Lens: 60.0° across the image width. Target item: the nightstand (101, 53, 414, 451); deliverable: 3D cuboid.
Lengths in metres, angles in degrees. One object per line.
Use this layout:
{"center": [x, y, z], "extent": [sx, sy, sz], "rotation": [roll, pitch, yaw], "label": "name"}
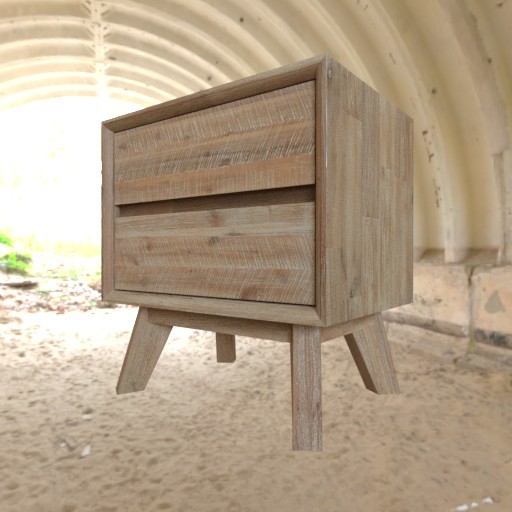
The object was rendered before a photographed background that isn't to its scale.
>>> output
{"center": [0.000, 0.000, 0.964], "extent": [0.552, 0.589, 0.396], "rotation": [0, 0, 37], "label": "nightstand"}
